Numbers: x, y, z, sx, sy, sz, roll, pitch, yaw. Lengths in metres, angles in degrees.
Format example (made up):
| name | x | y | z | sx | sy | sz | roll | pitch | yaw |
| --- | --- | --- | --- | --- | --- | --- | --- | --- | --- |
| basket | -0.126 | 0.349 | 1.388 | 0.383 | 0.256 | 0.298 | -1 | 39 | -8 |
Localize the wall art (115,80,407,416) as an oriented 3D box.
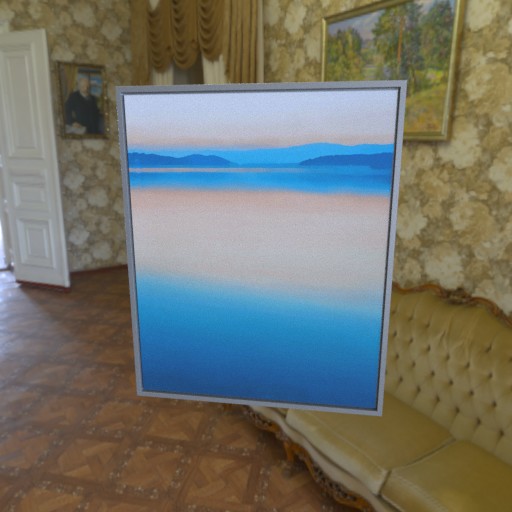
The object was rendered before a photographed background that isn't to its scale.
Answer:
| name | x | y | z | sx | sy | sz | roll | pitch | yaw |
| --- | --- | --- | --- | --- | --- | --- | --- | --- | --- |
| wall art | 0.000 | 0.000 | 0.763 | 0.453 | 0.554 | 0.037 | 2 | 14 | 8 |
